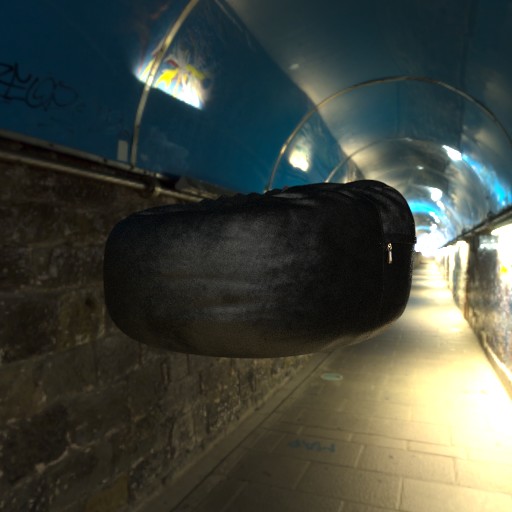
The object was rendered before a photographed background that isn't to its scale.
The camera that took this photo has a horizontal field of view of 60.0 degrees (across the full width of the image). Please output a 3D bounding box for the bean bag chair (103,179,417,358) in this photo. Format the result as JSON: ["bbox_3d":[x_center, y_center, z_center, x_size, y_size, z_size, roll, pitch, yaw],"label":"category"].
[{"bbox_3d":[0.000,0.000,2.372,1.524,0.878,1.524,0,1,37],"label":"bean bag chair"}]
